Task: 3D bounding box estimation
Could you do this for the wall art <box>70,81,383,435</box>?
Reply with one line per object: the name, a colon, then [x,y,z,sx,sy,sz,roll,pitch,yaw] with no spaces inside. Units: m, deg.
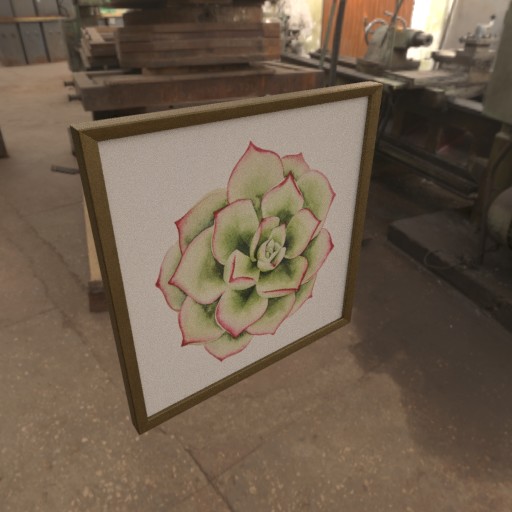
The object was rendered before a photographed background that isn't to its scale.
wall art: [0.000,0.000,0.749,0.503,0.506,0.031,-20,36,-31]
